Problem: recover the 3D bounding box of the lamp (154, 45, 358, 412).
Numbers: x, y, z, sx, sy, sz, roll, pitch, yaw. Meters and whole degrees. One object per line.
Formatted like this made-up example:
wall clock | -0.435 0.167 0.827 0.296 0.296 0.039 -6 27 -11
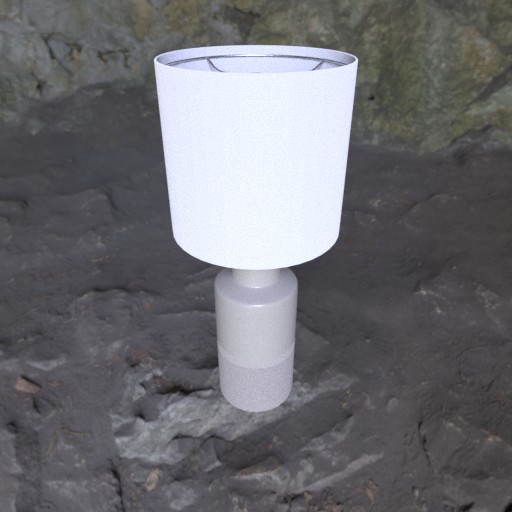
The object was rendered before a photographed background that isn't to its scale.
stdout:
lamp | 0.000 0.000 0.596 0.212 0.493 0.212 -21 37 -30
